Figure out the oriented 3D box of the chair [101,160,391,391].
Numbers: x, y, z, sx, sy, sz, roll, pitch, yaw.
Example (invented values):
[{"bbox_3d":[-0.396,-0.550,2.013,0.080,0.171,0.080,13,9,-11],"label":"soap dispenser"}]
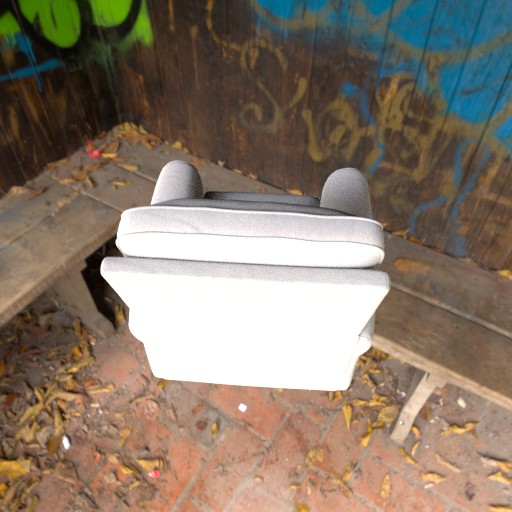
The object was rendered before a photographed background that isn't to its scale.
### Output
[{"bbox_3d":[0.000,0.000,1.647,0.890,0.960,0.878,3,47,3],"label":"chair"}]
